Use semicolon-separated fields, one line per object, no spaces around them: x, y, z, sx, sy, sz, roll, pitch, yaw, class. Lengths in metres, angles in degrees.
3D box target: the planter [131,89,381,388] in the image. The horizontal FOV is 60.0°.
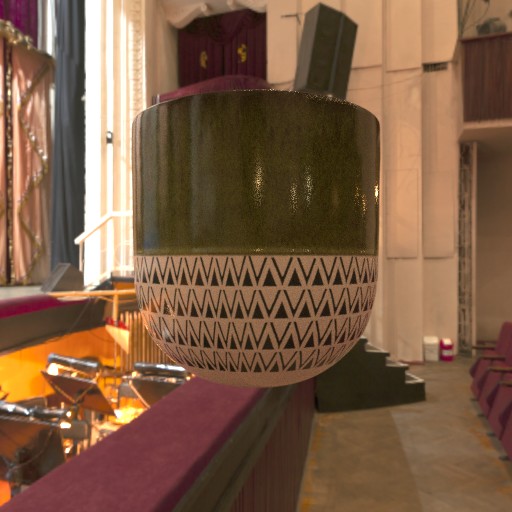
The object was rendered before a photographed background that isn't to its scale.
0.000;0.000;0.491;0.266;0.270;0.266;0;0;0;planter
